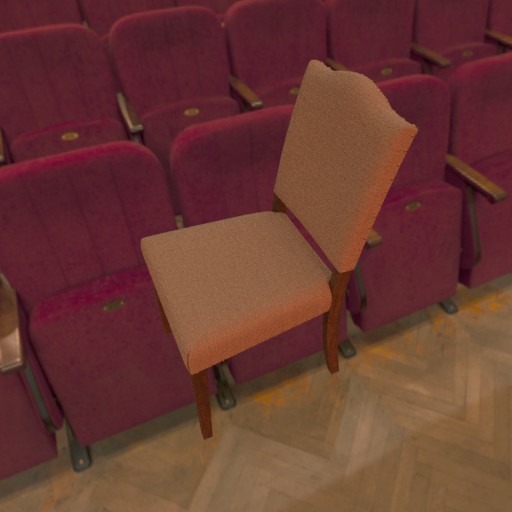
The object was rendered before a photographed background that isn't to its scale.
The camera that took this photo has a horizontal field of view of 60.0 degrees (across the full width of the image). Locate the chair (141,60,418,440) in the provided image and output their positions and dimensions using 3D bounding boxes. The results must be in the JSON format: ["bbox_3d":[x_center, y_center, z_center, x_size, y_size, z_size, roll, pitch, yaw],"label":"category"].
[{"bbox_3d":[0.000,0.000,1.363,0.620,1.020,0.508,-17,47,-17],"label":"chair"}]
